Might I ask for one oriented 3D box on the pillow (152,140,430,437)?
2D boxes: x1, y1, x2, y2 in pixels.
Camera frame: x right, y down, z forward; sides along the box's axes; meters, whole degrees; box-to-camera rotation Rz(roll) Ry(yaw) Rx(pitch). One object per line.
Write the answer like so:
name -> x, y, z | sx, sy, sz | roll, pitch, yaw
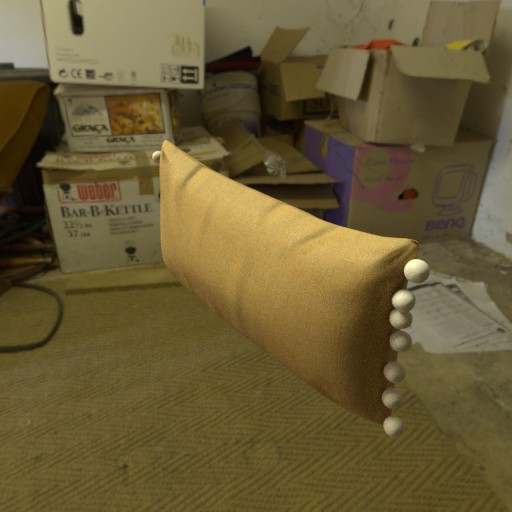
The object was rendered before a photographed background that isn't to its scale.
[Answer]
pillow -> 0.000, 0.000, 0.827 | 0.201, 0.322, 0.709 | -19, 32, -33
